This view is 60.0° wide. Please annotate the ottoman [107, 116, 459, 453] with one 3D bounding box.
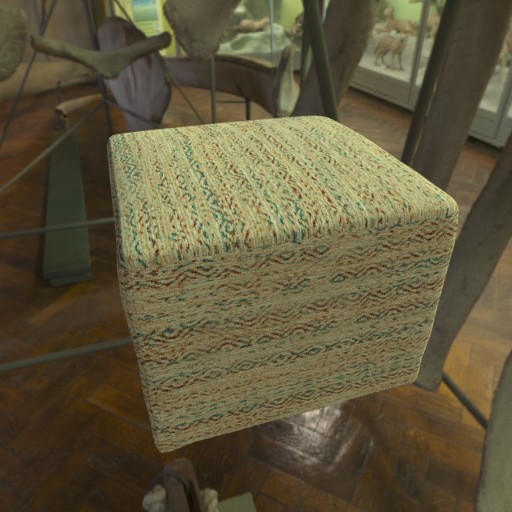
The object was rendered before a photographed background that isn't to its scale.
[{"bbox_3d":[0.000,0.000,0.905,0.521,0.453,0.512,-10,35,-15],"label":"ottoman"}]
